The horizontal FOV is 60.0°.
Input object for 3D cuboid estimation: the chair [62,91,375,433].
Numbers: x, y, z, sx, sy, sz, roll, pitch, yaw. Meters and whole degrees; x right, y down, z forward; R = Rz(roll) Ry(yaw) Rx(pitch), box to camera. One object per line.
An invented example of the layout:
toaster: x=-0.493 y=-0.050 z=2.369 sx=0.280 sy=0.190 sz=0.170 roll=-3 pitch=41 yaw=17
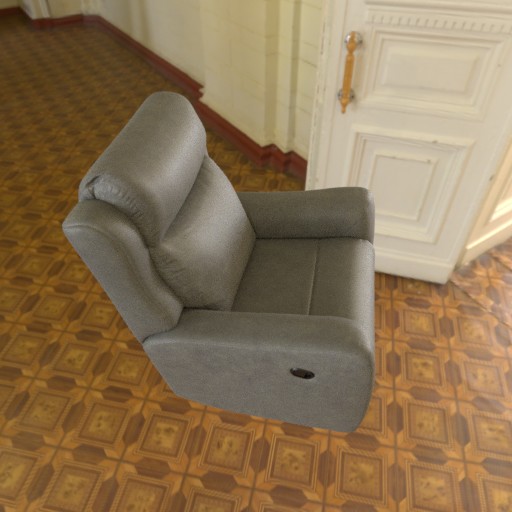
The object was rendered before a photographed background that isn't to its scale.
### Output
chair: x=0.000 y=0.000 z=1.876 sx=1.068 sy=1.116 sz=0.965 roll=8 pitch=44 yaw=8
